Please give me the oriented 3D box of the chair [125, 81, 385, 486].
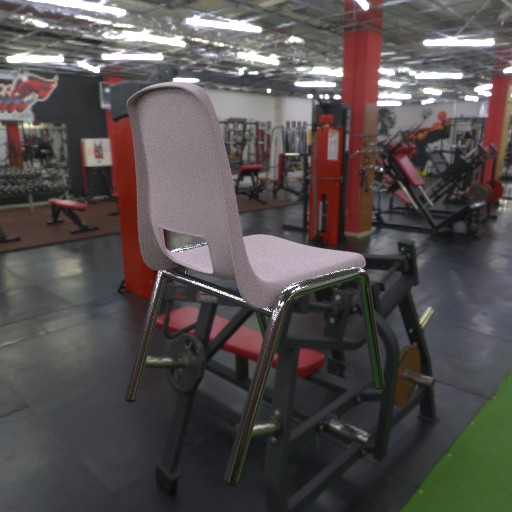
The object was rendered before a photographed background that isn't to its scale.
[{"bbox_3d":[0.000,0.000,0.843,0.423,0.586,0.354,-14,20,-42],"label":"chair"}]
